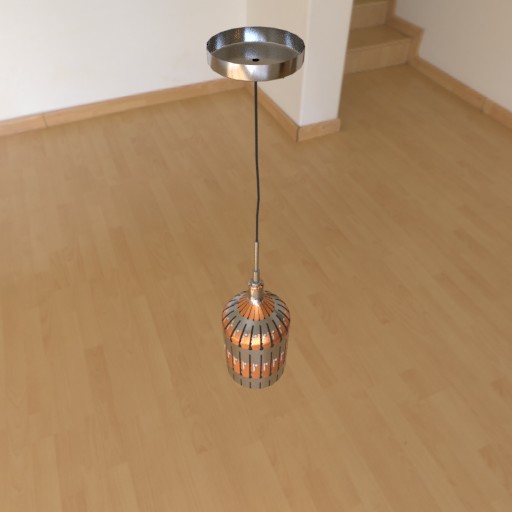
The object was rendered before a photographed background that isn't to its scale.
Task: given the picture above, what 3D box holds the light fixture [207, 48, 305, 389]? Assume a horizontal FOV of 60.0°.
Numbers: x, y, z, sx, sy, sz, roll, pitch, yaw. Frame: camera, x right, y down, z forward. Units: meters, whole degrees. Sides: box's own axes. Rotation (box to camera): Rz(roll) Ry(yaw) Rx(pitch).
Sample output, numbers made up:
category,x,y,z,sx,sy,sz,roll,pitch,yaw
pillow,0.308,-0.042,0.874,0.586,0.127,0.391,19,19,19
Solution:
category,x,y,z,sx,sy,sz,roll,pitch,yaw
light fixture,0.000,0.000,1.668,0.303,1.535,0.303,0,46,0
